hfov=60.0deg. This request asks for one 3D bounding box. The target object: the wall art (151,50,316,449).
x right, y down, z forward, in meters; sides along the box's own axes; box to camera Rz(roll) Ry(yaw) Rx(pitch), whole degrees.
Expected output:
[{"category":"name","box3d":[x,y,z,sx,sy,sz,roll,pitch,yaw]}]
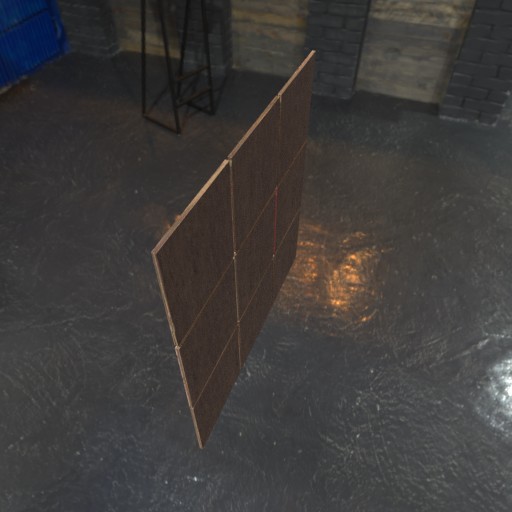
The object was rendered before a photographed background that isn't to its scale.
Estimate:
[{"category":"wall art","box3d":[0.000,0.000,1.836,0.013,1.213,1.215,17,49,15]}]
